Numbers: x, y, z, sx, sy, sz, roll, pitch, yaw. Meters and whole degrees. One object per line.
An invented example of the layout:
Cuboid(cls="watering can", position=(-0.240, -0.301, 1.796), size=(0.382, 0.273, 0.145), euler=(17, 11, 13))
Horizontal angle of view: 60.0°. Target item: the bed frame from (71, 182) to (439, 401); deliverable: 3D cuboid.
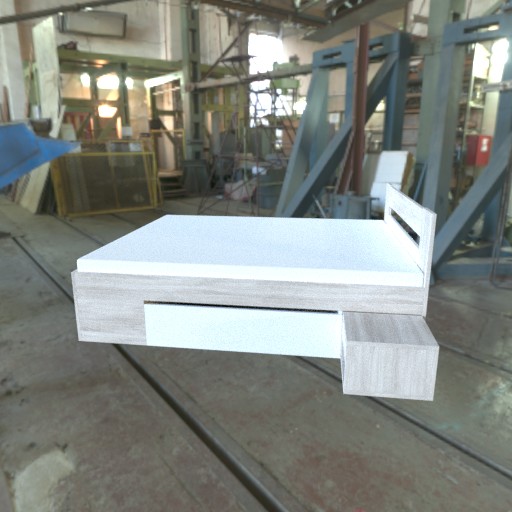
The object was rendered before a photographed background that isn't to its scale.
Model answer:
Cuboid(cls="bed frame", position=(0.000, 0.000, 3.129), size=(2.050, 0.860, 2.040), euler=(2, 15, 8))
